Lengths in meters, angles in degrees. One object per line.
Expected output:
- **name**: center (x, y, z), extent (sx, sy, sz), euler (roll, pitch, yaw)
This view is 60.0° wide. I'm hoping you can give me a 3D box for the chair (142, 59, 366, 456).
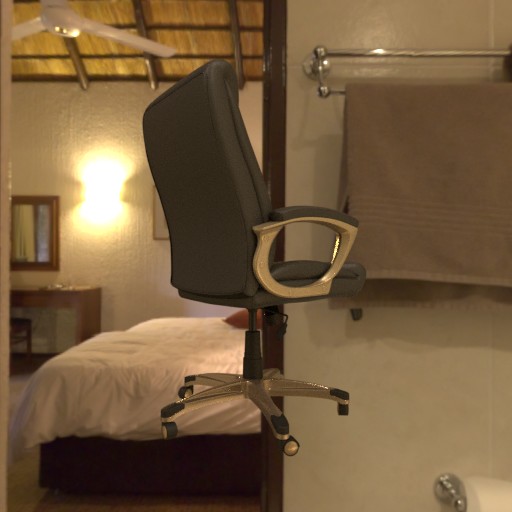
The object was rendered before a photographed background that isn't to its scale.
- **chair**: center (0.000, 0.000, 1.655), extent (0.748, 1.188, 0.694), euler (0, 0, -36)
